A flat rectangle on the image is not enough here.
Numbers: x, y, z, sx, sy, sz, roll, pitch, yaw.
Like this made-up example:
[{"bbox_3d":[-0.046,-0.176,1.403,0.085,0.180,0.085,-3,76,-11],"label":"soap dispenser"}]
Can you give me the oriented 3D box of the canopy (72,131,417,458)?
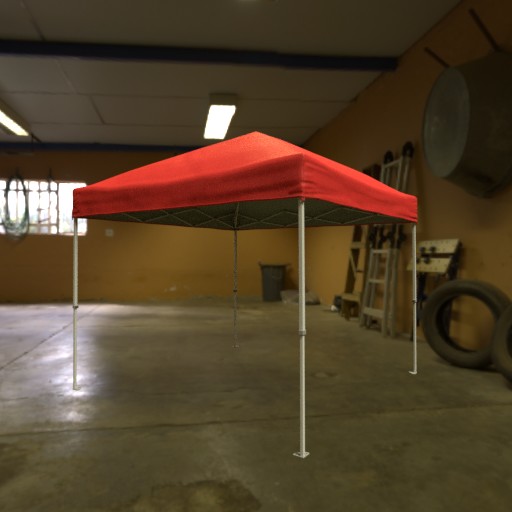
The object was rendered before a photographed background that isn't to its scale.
[{"bbox_3d":[0.000,0.000,5.339,2.996,2.997,2.998,0,0,35],"label":"canopy"}]
